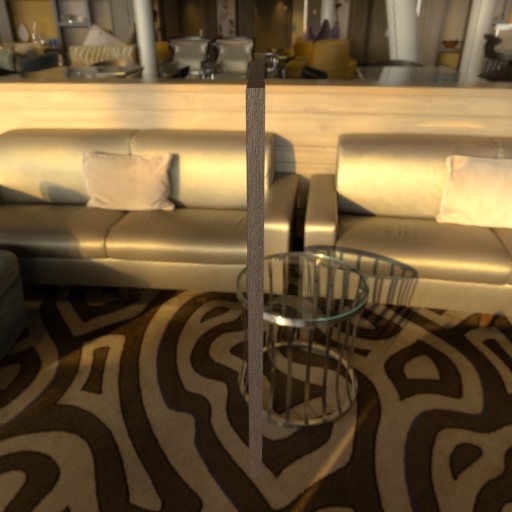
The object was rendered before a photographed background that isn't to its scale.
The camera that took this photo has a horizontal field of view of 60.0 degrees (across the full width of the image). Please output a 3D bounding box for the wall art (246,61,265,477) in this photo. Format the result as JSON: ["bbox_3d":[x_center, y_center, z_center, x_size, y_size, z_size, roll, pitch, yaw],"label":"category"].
[{"bbox_3d":[0.000,0.000,0.662,0.017,0.513,0.359,0,27,0],"label":"wall art"}]
